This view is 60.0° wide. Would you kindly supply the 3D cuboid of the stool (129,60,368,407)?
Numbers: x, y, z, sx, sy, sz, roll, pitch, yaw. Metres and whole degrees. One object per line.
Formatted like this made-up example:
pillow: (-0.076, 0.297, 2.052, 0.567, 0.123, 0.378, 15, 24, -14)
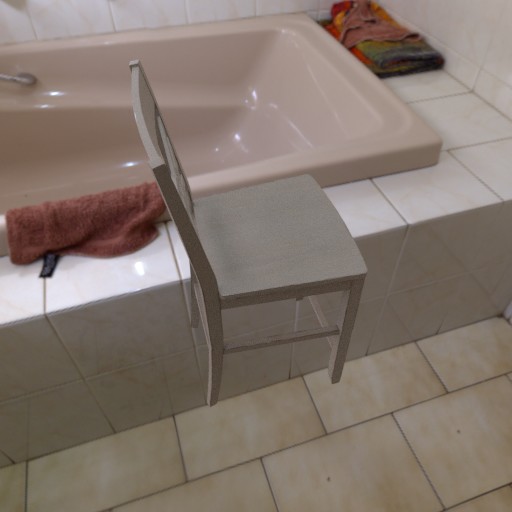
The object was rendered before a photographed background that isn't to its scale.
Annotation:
stool: (0.000, 0.000, 1.373, 0.539, 1.079, 0.462, -12, 48, -11)
